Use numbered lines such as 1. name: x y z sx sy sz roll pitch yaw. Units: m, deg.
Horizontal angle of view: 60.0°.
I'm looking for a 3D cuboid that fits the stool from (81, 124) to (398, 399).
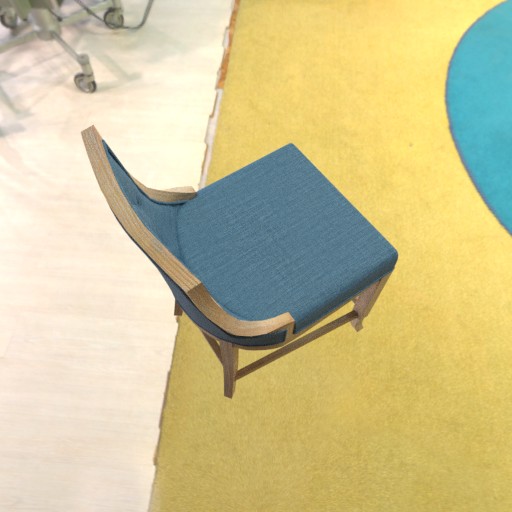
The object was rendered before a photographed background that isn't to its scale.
1. stool: 0.000 0.000 1.289 0.626 0.938 0.524 -30 64 -16
